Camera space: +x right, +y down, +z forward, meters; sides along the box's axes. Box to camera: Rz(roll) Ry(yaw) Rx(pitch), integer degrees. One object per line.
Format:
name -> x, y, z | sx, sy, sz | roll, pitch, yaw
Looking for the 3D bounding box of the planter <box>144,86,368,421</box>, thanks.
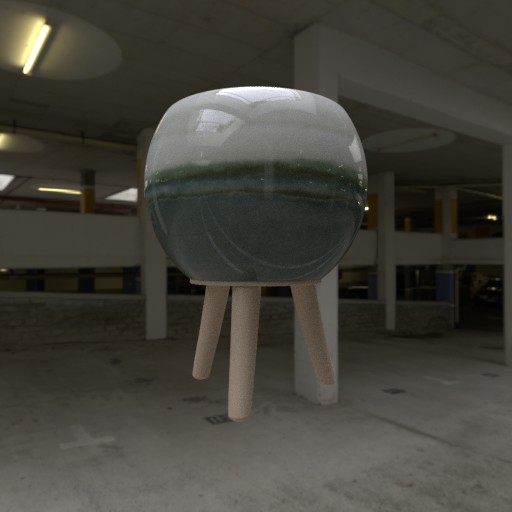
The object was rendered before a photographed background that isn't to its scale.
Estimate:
planter -> 0.000, 0.000, 0.452 | 0.222, 0.278, 0.222 | 0, -1, 0
